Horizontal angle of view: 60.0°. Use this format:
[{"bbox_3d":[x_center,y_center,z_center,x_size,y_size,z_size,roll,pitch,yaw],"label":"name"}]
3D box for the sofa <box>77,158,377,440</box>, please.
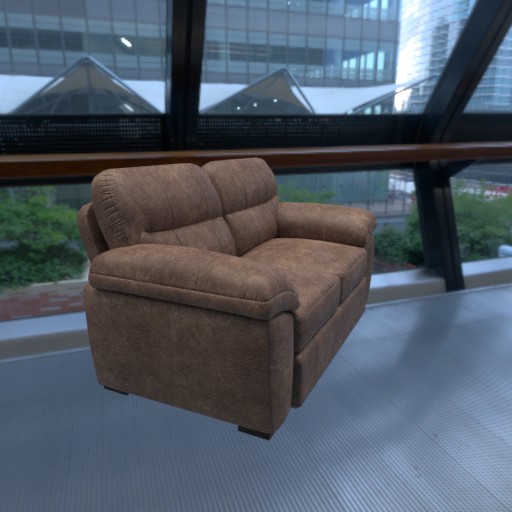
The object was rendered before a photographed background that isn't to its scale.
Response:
[{"bbox_3d":[0.000,0.000,2.420,0.991,0.991,1.753,7,16,25],"label":"sofa"}]
